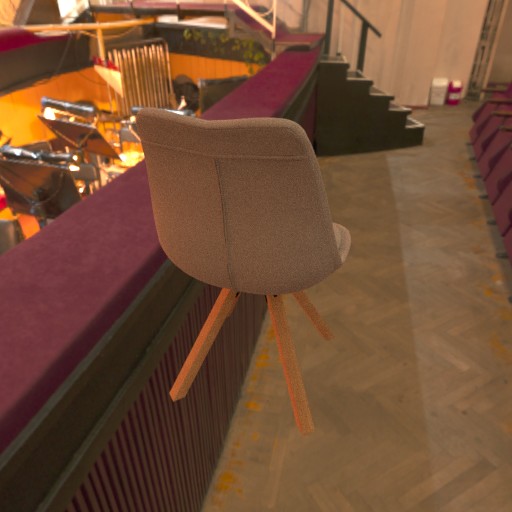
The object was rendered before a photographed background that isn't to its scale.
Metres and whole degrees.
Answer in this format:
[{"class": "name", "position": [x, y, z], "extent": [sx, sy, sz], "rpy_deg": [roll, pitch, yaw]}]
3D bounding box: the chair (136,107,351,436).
[{"class": "chair", "position": [0.000, 0.000, 1.177], "extent": [0.474, 0.863, 0.549], "rpy_deg": [10, 33, 15]}]
